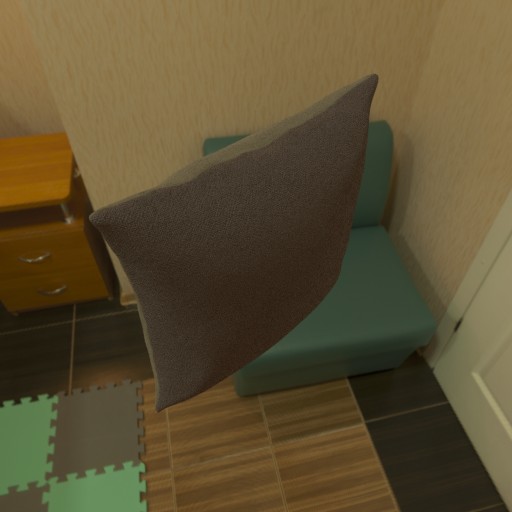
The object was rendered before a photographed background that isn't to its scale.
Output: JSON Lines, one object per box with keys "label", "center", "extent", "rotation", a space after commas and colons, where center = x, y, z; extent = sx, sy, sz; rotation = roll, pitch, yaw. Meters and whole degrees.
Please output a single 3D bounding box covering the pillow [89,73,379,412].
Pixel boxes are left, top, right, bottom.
{"label": "pillow", "center": [0.000, 0.000, 0.683], "extent": [0.452, 0.439, 0.204], "rotation": [-33, 55, -27]}
